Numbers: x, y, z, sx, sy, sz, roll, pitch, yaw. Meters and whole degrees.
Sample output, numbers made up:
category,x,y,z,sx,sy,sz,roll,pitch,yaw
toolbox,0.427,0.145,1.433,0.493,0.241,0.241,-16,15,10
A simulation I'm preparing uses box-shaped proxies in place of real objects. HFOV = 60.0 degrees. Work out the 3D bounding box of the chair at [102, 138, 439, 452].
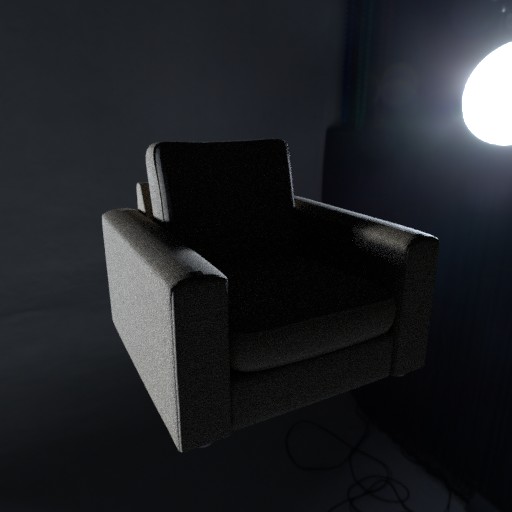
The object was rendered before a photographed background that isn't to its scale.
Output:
category,x,y,z,sx,sy,sz,roll,pitch,yaw
chair,0.000,0.000,1.776,1.005,0.873,1.016,-9,20,-27
